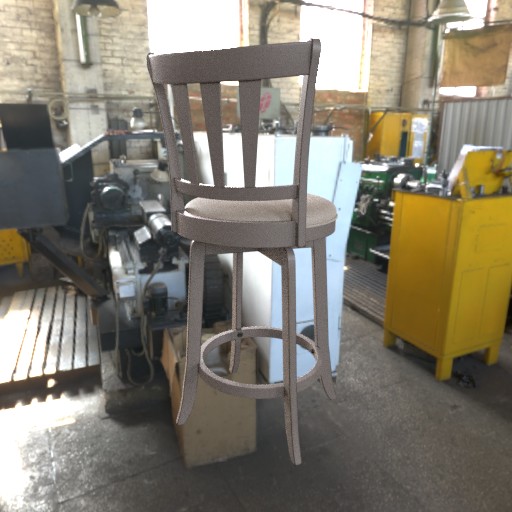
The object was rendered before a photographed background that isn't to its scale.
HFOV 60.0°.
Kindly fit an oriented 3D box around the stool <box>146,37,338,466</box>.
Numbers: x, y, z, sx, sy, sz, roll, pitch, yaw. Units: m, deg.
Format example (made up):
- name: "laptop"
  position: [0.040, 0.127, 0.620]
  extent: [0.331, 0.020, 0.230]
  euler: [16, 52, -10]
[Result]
- name: "stool"
  position: [0.000, 0.000, 1.231]
  extent: [0.436, 1.023, 0.475]
  euler: [8, 18, 25]
